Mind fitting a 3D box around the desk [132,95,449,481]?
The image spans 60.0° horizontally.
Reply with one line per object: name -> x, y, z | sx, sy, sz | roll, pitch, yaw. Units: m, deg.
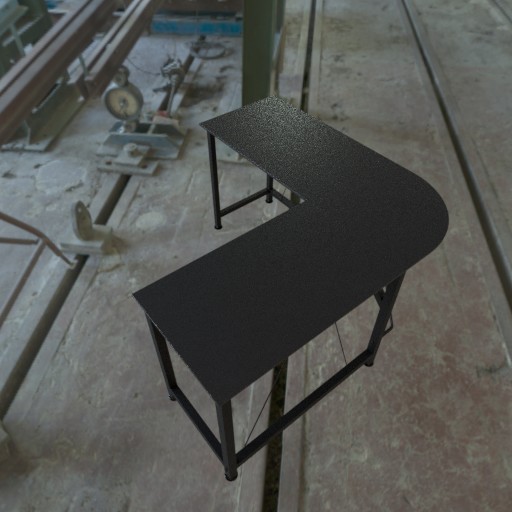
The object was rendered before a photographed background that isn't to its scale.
desk -> 0.000, 0.000, 2.256 | 1.400, 0.762, 1.400 | -30, 53, -26
